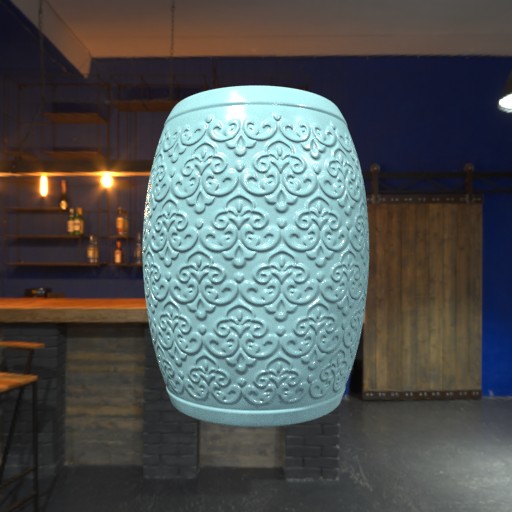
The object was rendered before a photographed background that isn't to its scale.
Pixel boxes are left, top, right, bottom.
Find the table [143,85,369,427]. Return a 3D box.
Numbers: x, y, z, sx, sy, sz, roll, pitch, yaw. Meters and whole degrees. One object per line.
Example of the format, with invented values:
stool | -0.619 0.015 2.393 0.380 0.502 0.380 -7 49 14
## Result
table | 0.000 0.000 0.624 0.309 0.397 0.309 0 0 0
